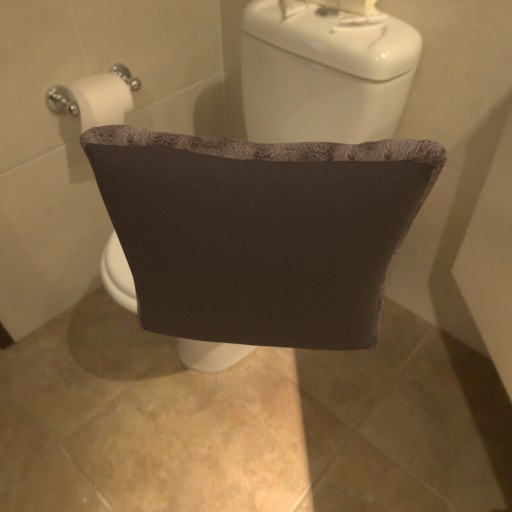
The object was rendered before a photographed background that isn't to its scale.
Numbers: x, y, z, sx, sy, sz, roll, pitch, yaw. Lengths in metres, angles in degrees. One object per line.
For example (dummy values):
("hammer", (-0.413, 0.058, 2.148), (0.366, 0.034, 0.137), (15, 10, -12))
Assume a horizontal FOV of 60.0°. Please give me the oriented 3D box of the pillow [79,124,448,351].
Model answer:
("pillow", (0.000, 0.000, 0.801), (0.522, 0.520, 0.204), (4, 47, 4))
